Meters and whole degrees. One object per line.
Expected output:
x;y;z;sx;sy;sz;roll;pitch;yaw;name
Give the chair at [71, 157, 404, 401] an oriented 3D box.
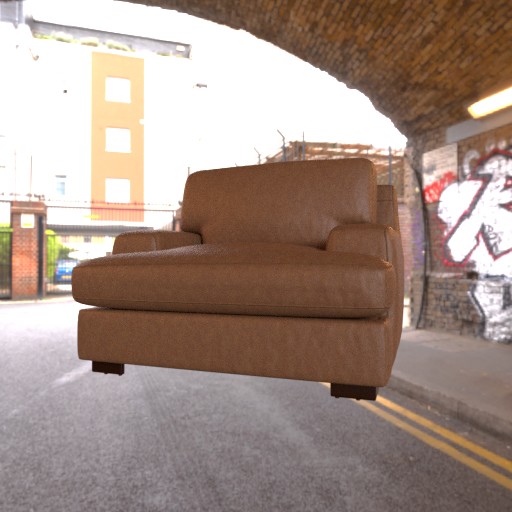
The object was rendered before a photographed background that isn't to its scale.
0.000;0.000;2.027;1.276;0.978;1.050;0;-1;20;chair
